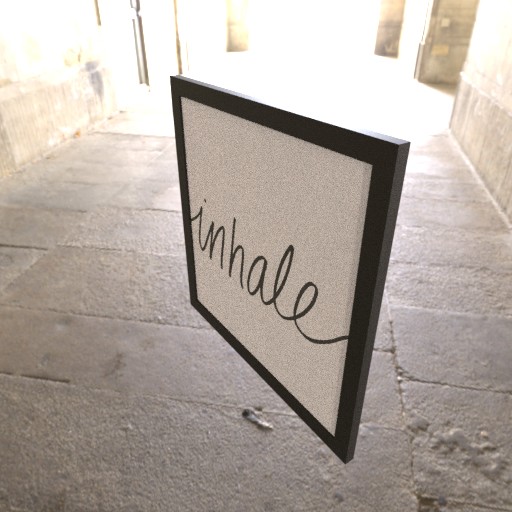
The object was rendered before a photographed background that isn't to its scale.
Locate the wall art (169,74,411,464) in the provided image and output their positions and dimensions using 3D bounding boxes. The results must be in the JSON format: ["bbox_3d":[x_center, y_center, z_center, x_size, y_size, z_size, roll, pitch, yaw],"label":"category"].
[{"bbox_3d":[0.000,0.000,0.522,0.013,0.356,0.356,-20,36,-30],"label":"wall art"}]
